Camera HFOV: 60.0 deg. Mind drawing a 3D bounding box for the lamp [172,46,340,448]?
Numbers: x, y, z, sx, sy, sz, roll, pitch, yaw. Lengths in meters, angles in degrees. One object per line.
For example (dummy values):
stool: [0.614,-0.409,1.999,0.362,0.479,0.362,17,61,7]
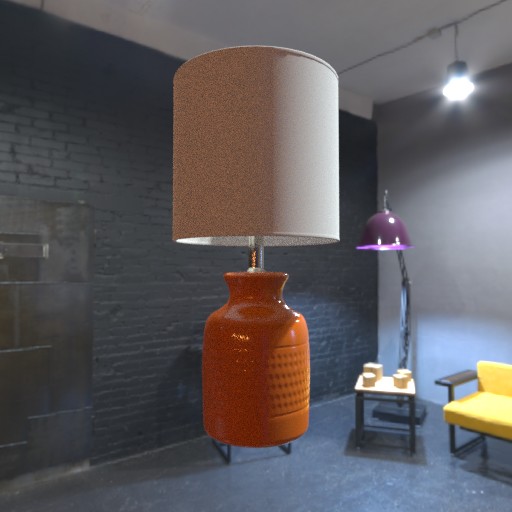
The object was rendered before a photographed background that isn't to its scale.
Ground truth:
lamp: [0.000,0.000,1.126,0.418,0.871,0.418,1,-2,-37]
